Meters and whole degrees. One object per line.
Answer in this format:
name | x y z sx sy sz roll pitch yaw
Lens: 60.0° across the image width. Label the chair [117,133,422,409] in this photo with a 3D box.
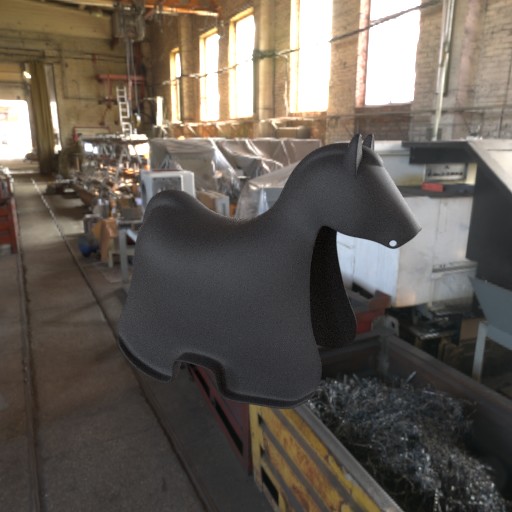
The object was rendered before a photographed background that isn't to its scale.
chair | 0.000 0.000 1.156 0.800 0.612 0.429 8 17 27
